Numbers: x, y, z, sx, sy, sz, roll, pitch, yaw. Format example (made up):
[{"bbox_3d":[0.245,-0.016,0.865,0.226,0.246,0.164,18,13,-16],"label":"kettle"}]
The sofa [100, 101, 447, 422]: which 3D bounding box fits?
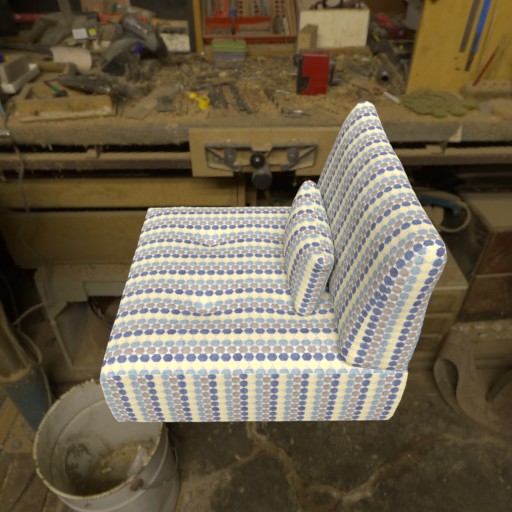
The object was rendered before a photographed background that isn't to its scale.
[{"bbox_3d":[0.000,0.000,1.665,1.000,0.830,0.930,0,41,0],"label":"sofa"}]
